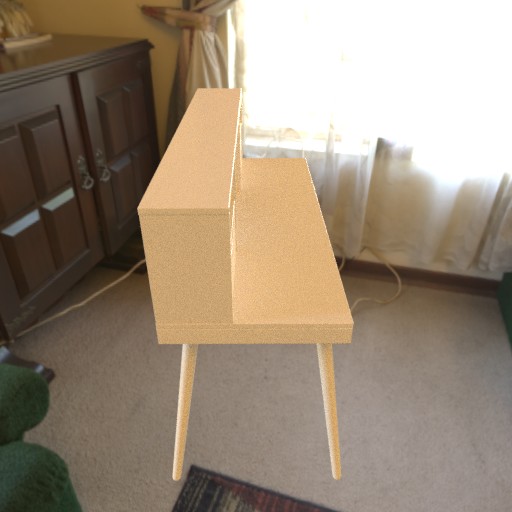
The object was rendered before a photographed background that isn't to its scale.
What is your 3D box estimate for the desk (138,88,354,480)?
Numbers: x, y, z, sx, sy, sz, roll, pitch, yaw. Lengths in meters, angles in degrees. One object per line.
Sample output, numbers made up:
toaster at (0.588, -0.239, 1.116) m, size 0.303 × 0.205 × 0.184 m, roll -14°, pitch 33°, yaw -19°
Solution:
desk at (0.000, 0.000, 1.703) m, size 0.559 × 0.990 × 1.199 m, roll 0°, pitch 32°, yaw 0°
